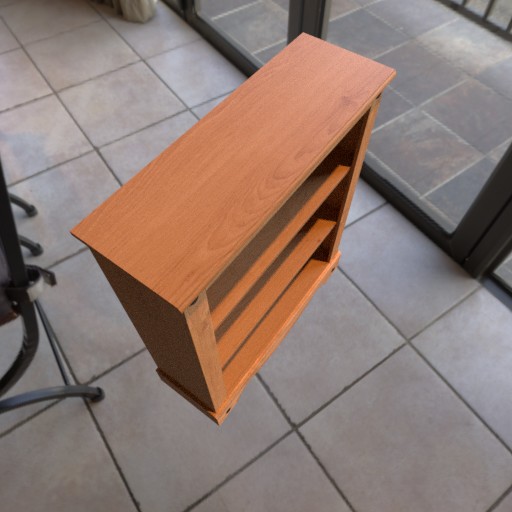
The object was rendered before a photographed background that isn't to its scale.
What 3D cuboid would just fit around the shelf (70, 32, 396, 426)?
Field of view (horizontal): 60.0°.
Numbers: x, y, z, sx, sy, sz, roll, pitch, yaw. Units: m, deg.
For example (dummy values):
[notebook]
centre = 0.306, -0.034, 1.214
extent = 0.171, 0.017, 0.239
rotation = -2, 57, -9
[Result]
[shelf]
centre = 0.000, 0.000, 1.417
extent = 0.291, 0.980, 0.840
rotation = 32, 63, 18
